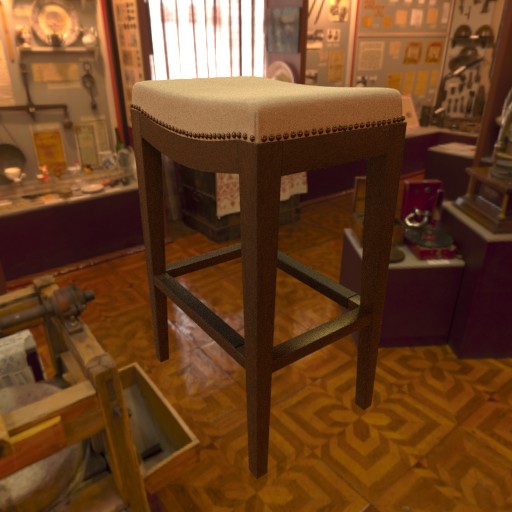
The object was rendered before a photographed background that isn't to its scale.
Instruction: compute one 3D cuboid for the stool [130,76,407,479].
[{"bbox_3d":[0.000,0.000,1.043,0.358,0.759,0.498,-17,31,-32],"label":"stool"}]
